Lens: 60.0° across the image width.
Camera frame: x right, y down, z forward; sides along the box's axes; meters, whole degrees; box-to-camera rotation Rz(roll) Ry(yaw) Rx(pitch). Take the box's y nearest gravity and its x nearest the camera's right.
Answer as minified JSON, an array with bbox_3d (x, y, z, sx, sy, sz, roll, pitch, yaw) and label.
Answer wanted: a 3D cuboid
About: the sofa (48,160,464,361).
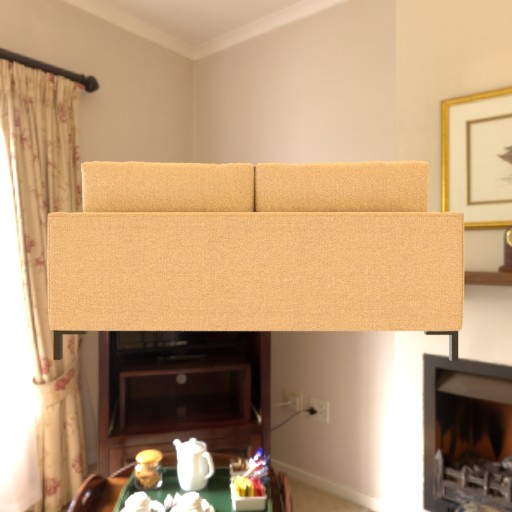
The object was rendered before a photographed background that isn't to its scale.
[{"bbox_3d":[0.000,0.000,2.128,1.651,0.812,0.839,0,0,1],"label":"sofa"}]
